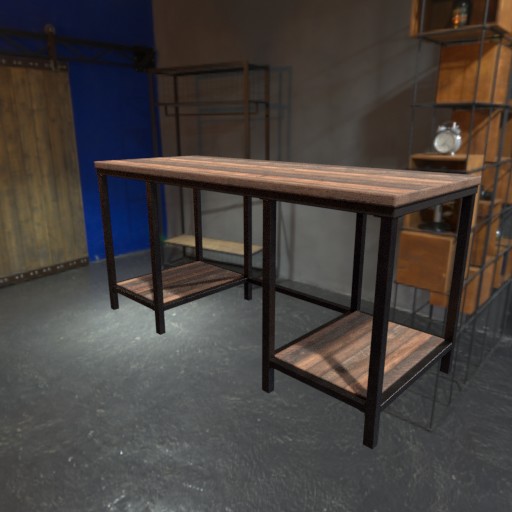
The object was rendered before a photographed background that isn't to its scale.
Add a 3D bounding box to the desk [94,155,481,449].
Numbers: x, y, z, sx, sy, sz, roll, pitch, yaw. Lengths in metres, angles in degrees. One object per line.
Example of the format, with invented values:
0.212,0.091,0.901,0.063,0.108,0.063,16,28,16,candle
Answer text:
0.000,0.000,1.915,1.538,0.753,0.617,15,22,42,desk
